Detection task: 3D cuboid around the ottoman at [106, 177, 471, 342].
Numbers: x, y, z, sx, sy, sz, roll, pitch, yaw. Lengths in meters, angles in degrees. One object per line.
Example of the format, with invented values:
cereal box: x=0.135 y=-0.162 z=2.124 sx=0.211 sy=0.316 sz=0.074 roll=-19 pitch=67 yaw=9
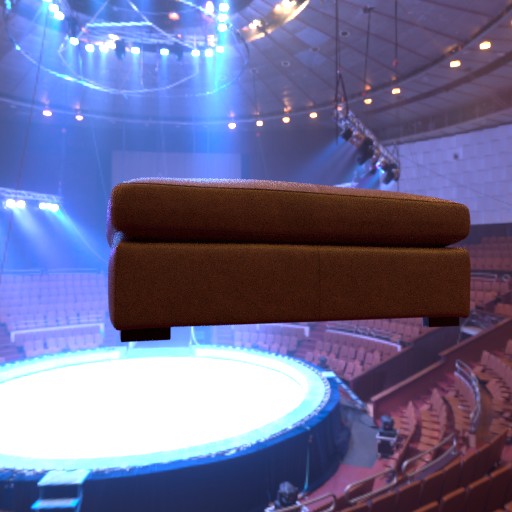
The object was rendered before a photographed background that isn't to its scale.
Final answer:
ottoman: x=0.000 y=0.000 z=1.818 sx=1.168 sy=0.490 sz=1.168 roll=1 pitch=-2 yaw=-18
